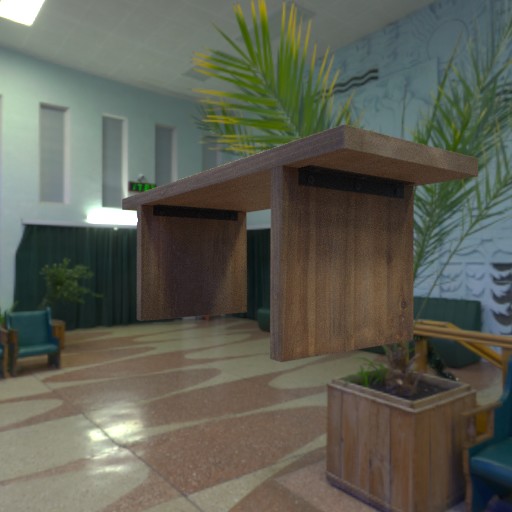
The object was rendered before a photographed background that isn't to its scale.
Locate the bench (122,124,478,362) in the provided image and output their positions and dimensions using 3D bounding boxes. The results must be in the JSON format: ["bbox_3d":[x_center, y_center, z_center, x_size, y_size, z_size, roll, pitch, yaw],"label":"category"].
[{"bbox_3d":[0.000,0.000,1.403,0.458,0.458,1.183,0,-1,-36],"label":"bench"}]
